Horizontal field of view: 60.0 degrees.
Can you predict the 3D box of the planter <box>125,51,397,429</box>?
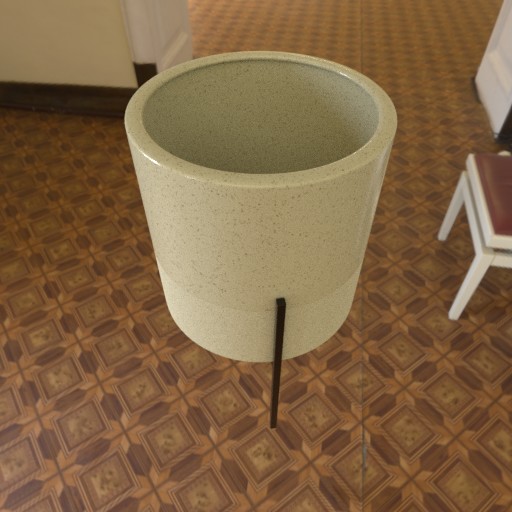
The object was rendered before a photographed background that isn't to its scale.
[{"bbox_3d":[0.000,0.000,0.529,0.243,0.390,0.234,16,48,15],"label":"planter"}]
